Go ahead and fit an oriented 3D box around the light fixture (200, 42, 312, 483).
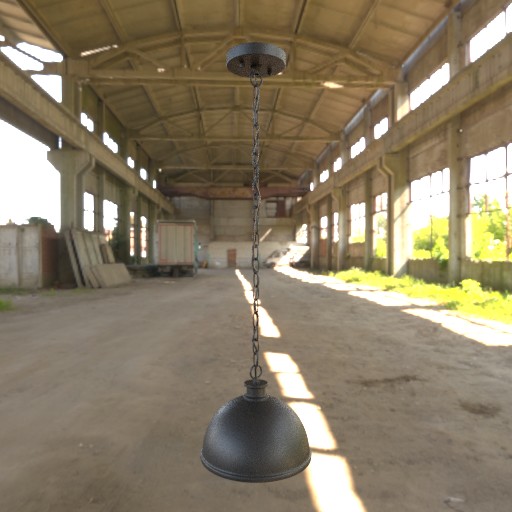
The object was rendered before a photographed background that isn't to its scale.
[{"bbox_3d":[0.000,0.000,1.213,0.304,1.090,0.304,0,1,-37],"label":"light fixture"}]
